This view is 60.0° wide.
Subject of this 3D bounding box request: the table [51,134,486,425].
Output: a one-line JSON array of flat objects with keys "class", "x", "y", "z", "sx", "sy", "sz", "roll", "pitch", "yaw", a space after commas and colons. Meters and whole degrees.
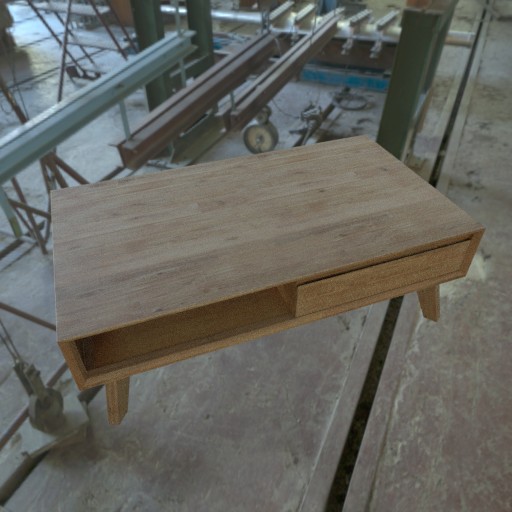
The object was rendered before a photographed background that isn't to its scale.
[{"class": "table", "x": 0.000, "y": 0.000, "z": 2.044, "sx": 1.619, "sy": 0.531, "sz": 0.918, "roll": -14, "pitch": 42, "yaw": -16}]
